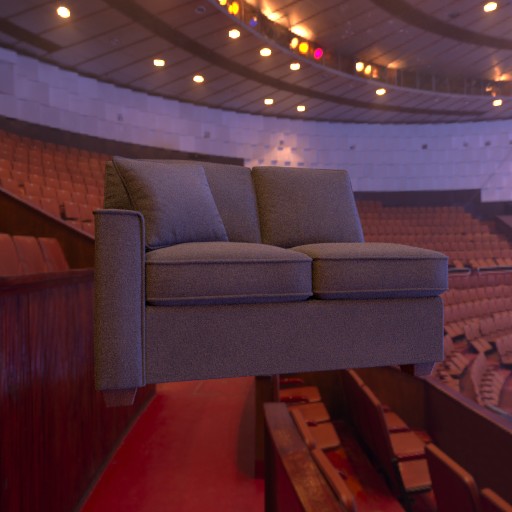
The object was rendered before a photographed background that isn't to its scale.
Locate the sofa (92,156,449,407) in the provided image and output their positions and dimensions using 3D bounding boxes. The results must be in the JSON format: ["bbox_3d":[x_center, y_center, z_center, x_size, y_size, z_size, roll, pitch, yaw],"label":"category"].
[{"bbox_3d":[0.000,0.000,2.056,1.388,0.989,0.991,0,0,-18],"label":"sofa"}]
